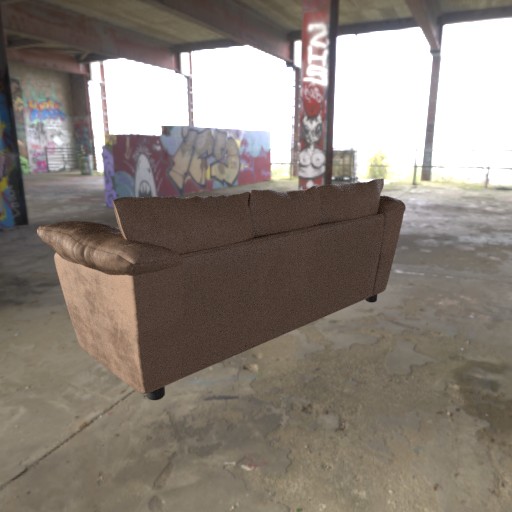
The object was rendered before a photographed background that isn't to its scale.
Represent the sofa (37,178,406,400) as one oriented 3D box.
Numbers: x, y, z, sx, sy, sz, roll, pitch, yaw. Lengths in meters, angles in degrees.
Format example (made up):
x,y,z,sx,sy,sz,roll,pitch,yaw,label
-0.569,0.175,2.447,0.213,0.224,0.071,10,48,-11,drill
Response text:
x,y,z,sx,sy,sz,roll,pitch,yaw,label
0.000,0.000,2.863,2.377,0.981,0.893,-14,20,-42,sofa
